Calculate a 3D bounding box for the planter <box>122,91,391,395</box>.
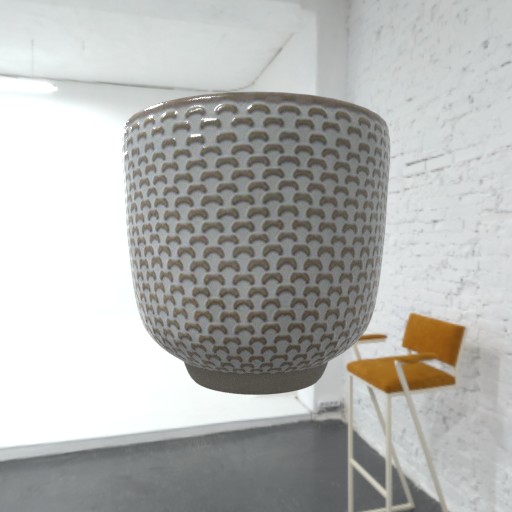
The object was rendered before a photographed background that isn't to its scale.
[{"bbox_3d":[0.000,0.000,0.240,0.139,0.130,0.139,0,1,0],"label":"planter"}]
